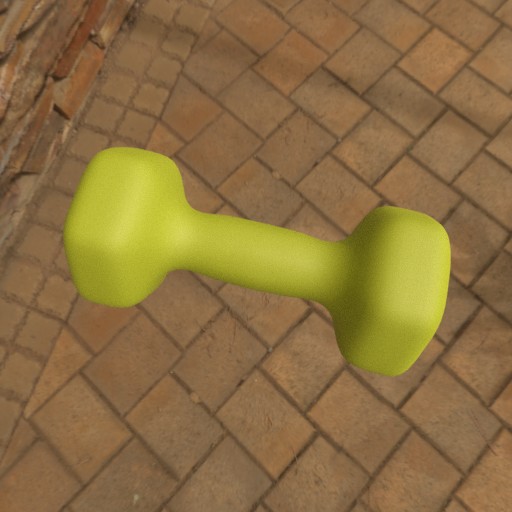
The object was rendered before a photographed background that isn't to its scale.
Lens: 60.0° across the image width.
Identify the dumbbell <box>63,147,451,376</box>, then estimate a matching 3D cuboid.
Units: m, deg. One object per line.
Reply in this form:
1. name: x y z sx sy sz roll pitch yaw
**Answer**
1. dumbbell: 0.000 0.000 0.208 0.164 0.072 0.080 14 75 4
